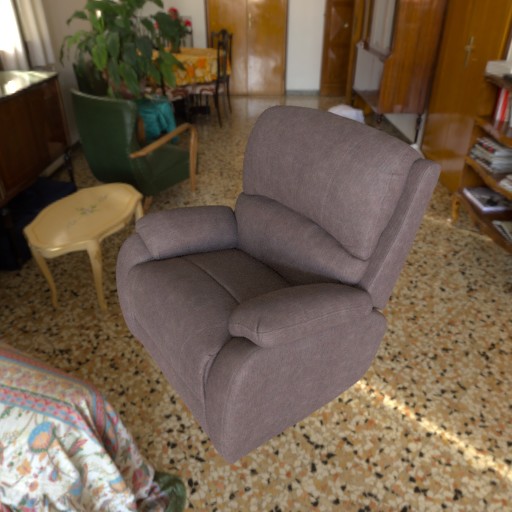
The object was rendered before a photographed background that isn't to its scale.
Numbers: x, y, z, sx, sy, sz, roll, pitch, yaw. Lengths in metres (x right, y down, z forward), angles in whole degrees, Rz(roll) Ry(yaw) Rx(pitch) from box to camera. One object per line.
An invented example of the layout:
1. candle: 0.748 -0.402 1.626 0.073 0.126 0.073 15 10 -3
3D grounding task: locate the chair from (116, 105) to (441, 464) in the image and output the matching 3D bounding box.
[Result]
1. chair: 0.000 0.000 1.728 0.899 1.011 0.930 -20 36 -30
